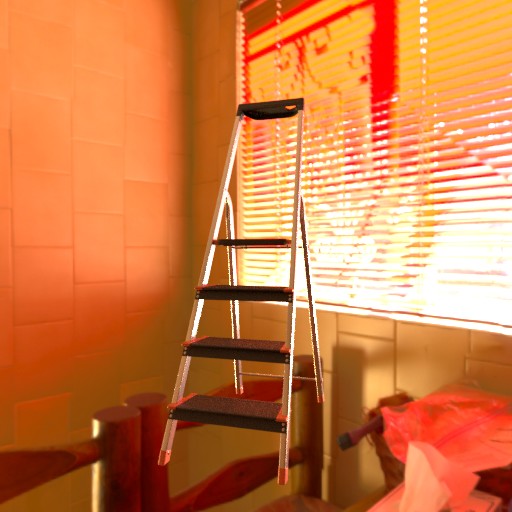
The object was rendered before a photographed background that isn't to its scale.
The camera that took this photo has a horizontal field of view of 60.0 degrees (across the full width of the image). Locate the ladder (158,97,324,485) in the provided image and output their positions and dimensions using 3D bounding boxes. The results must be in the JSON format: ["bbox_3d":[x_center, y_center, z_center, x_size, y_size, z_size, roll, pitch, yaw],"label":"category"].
[{"bbox_3d":[0.000,0.000,1.846,0.452,1.429,0.834,0,1,17],"label":"ladder"}]
